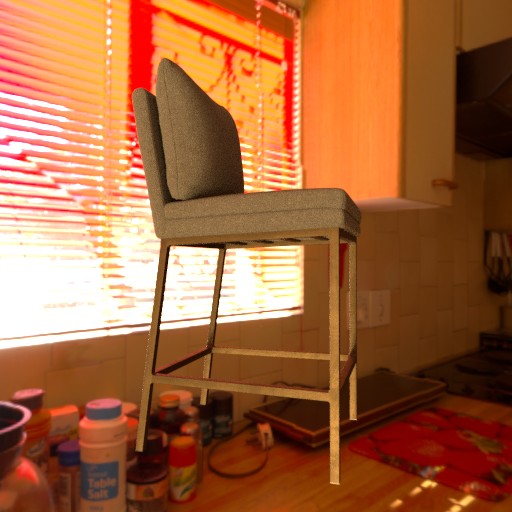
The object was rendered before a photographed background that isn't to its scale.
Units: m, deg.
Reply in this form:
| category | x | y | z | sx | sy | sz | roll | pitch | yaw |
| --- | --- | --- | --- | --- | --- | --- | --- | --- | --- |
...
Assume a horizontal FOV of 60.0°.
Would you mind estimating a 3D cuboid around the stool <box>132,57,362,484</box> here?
| category | x | y | z | sx | sy | sz | roll | pitch | yaw |
| --- | --- | --- | --- | --- | --- | --- | --- | --- | --- |
| stool | 0.000 | 0.000 | 1.293 | 0.569 | 1.031 | 0.463 | 0 | -1 | 18 |
